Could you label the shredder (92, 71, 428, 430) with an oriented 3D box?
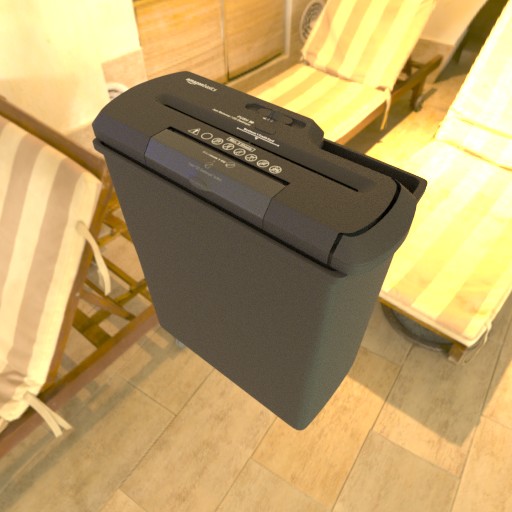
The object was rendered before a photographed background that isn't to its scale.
[{"bbox_3d":[0.000,0.000,0.512,0.320,0.335,0.170,30,53,26],"label":"shredder"}]
